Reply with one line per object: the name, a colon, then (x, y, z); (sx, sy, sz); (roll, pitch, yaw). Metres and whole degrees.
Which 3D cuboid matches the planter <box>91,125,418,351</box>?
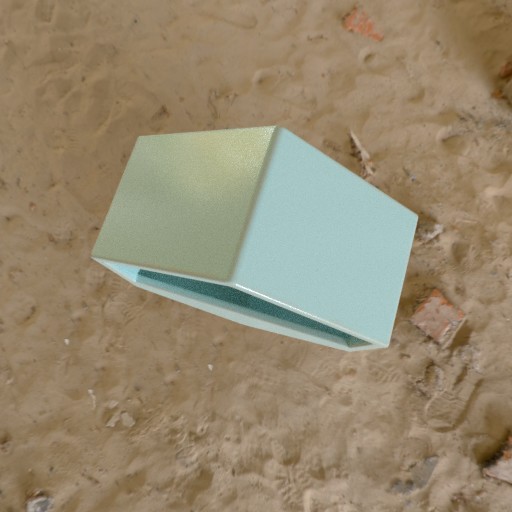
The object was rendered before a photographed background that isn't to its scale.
planter: (0.000, 0.000, 0.294); (0.169, 0.207, 0.078); (16, 77, 4)
